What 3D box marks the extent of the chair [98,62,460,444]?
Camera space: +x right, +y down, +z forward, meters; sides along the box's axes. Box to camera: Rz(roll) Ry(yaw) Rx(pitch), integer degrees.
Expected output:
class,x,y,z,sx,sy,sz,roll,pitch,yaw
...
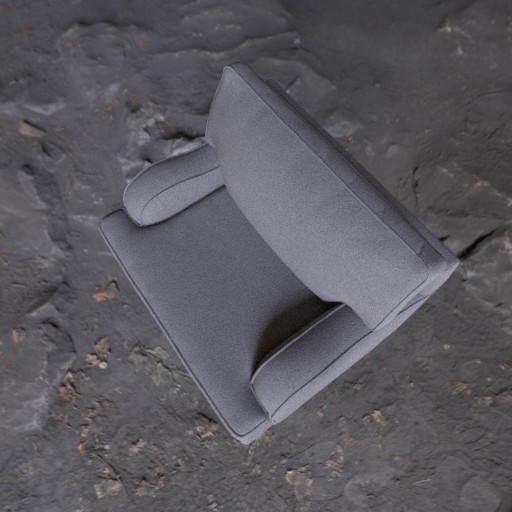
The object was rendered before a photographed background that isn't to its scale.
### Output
class,x,y,z,sx,sy,sz,roll,pitch,yaw
chair,0.000,0.000,1.993,1.040,1.016,1.220,-33,68,-15
